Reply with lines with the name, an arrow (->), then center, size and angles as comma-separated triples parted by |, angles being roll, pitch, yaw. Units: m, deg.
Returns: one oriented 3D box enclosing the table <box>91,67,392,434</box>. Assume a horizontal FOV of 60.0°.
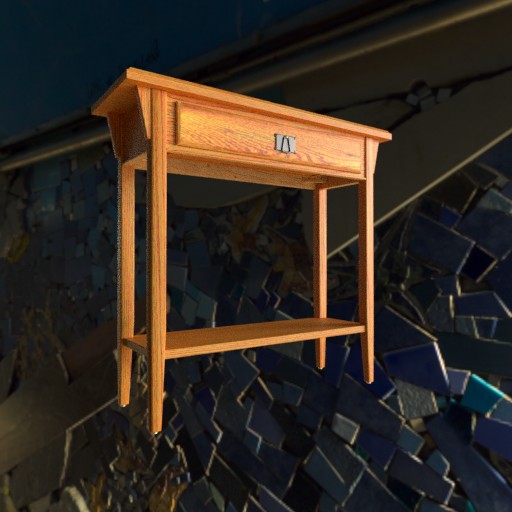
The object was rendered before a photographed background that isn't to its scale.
table -> 0.000, 0.000, 1.148 | 0.762, 0.711, 0.254 | 0, 0, -35
